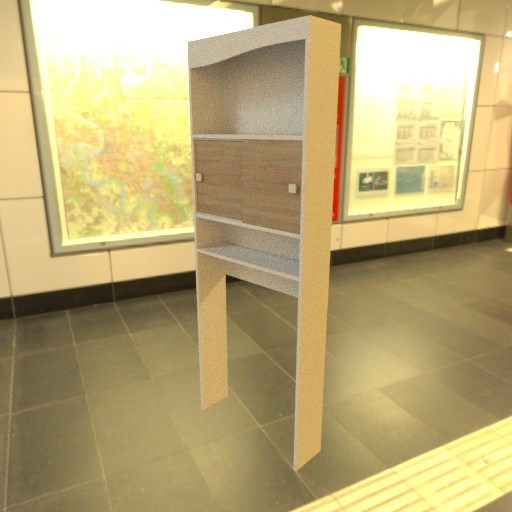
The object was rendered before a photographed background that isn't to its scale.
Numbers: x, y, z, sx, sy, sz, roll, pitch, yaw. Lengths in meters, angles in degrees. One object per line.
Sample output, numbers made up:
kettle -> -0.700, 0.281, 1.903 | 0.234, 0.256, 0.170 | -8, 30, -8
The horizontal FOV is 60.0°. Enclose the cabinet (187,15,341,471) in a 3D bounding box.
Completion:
cabinet -> 0.000, 0.000, 1.938 | 0.643, 1.770, 0.192 | 15, 22, 42
